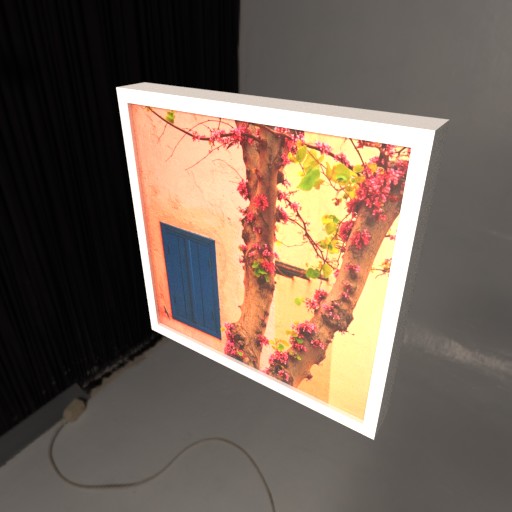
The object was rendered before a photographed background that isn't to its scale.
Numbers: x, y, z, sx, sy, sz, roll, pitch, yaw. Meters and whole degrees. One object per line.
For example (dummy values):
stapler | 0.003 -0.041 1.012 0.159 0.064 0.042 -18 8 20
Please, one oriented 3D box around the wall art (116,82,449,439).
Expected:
wall art | 0.000 0.000 0.449 0.305 0.302 0.038 18 34 29
